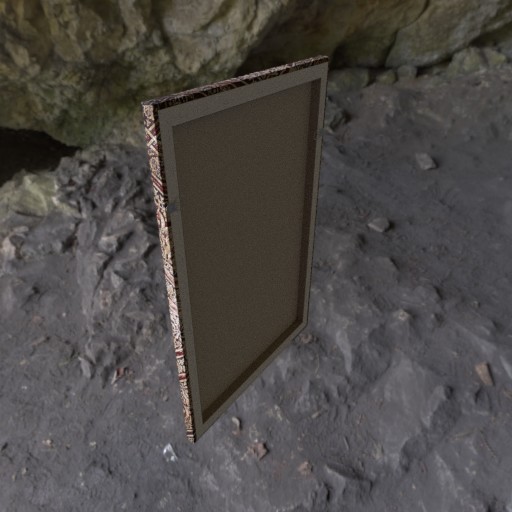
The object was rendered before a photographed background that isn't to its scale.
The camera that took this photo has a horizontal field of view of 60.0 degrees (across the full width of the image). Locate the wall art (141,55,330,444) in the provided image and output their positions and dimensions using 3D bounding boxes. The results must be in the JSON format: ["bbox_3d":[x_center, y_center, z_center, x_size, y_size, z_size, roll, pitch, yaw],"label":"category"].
[{"bbox_3d":[0.000,0.000,0.778,0.020,0.599,0.397,22,39,30],"label":"wall art"}]
